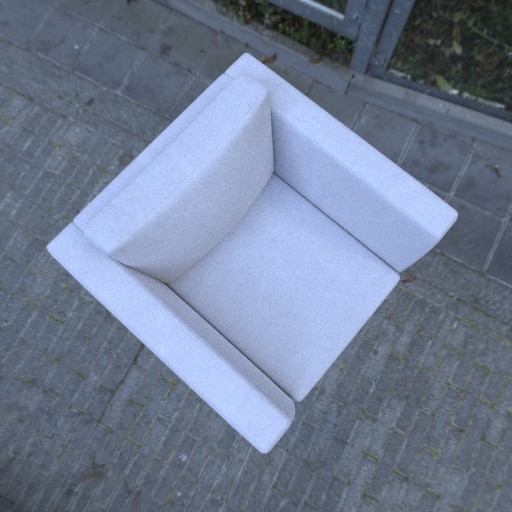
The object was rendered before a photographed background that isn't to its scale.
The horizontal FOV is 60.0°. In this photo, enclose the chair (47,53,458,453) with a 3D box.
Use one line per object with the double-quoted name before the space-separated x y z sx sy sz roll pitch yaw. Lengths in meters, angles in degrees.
"chair" 0.000 0.000 1.665 0.930 0.860 1.000 40 80 9
